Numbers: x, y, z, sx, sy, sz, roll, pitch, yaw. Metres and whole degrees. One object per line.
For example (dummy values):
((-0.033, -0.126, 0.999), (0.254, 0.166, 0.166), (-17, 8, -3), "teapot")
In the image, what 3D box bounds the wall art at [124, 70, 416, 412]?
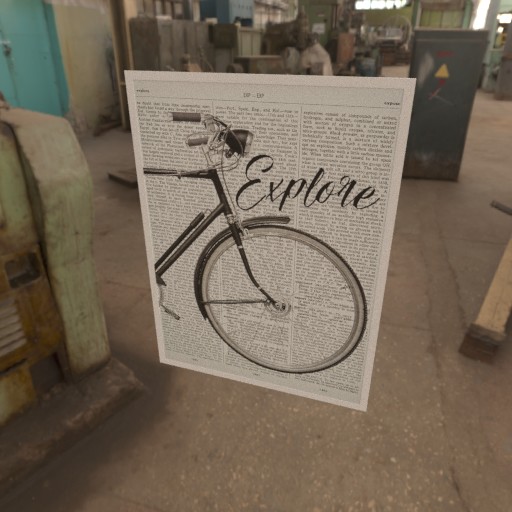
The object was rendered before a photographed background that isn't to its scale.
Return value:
((0.000, 0.000, 0.801), (0.457, 0.610, 0.003), (9, 28, 17), "wall art")
